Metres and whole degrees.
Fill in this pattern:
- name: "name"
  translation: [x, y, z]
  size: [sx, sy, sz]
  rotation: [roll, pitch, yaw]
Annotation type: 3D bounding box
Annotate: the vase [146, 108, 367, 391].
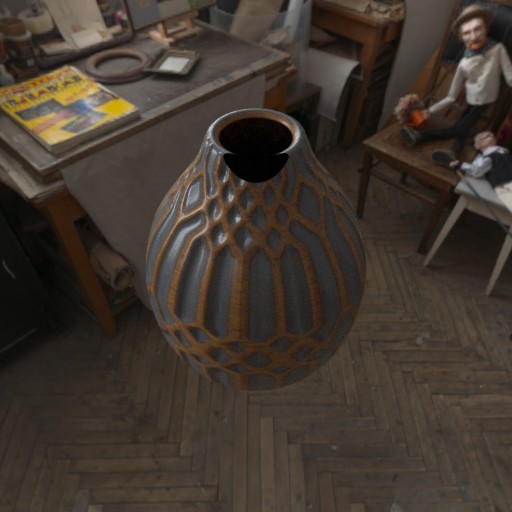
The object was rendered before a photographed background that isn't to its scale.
- name: "vase"
  translation: [0.000, 0.000, 0.138]
  size: [0.069, 0.088, 0.069]
  rotation: [0, 48, 0]
